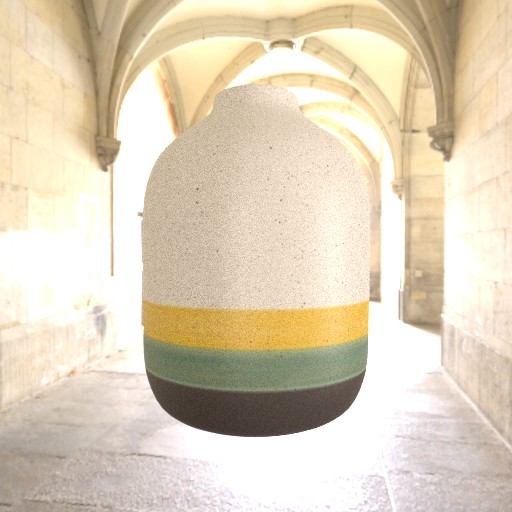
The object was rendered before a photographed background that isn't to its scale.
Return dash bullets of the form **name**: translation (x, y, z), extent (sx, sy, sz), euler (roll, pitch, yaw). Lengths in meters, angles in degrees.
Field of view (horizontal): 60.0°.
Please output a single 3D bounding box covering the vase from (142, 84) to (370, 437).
- **vase**: translation (0.000, 0.000, 0.341), extent (0.169, 0.240, 0.169), euler (0, 1, 0)
